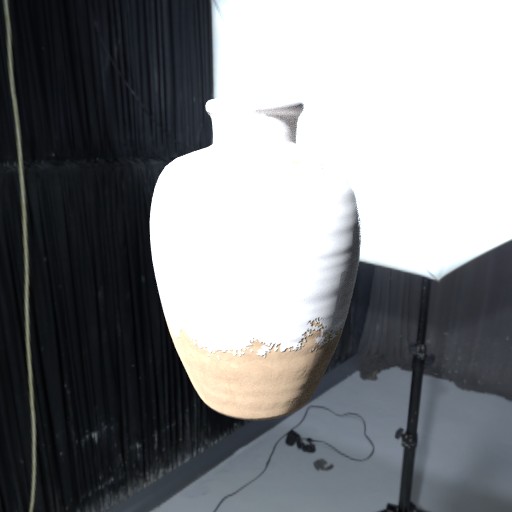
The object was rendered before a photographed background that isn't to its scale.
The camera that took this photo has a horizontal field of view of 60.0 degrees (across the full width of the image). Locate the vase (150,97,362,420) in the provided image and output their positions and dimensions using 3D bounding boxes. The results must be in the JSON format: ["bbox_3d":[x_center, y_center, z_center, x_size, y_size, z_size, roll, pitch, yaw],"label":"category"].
[{"bbox_3d":[0.000,0.000,0.345,0.158,0.228,0.158,0,15,0],"label":"vase"}]
